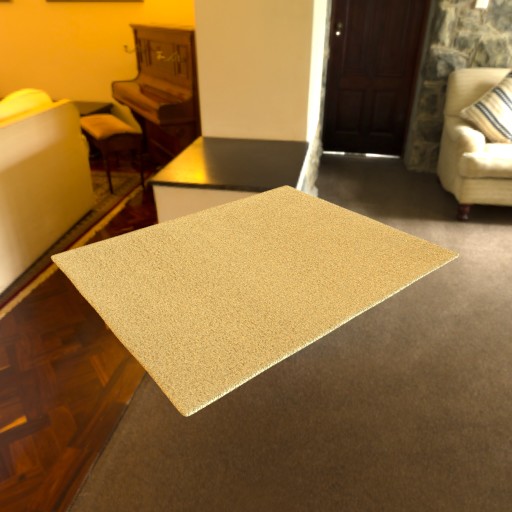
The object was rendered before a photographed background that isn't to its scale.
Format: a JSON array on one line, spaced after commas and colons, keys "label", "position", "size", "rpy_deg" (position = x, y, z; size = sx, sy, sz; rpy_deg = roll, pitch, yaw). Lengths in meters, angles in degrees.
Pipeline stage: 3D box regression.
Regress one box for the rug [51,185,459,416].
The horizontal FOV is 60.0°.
[{"label": "rug", "position": [0.000, 0.000, 4.216], "size": [3.047, 0.029, 2.438], "rpy_deg": [-22, 36, -33]}]
